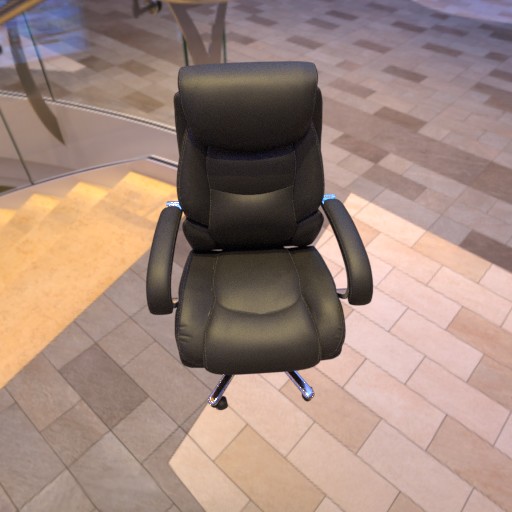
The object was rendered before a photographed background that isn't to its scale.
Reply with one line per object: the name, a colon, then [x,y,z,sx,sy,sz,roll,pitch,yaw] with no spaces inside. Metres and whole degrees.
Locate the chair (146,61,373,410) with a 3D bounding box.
chair: [0.000,0.000,1.708,0.755,1.183,0.790,-3,46,-3]
